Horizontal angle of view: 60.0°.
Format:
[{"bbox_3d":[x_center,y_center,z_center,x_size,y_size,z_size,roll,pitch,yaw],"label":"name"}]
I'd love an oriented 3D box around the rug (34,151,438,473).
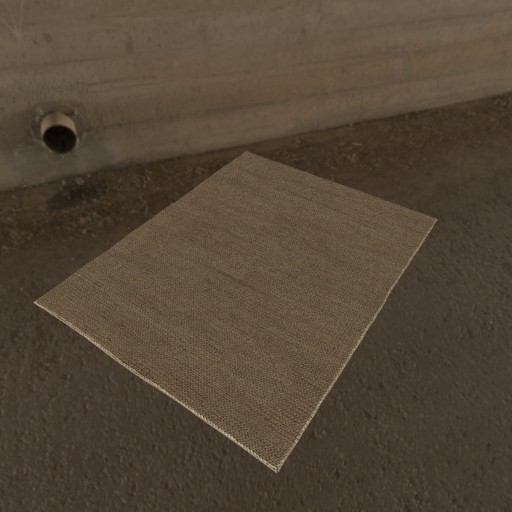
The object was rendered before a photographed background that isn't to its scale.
[{"bbox_3d":[0.000,0.000,4.126,2.429,0.030,3.052,25,48,25],"label":"rug"}]
